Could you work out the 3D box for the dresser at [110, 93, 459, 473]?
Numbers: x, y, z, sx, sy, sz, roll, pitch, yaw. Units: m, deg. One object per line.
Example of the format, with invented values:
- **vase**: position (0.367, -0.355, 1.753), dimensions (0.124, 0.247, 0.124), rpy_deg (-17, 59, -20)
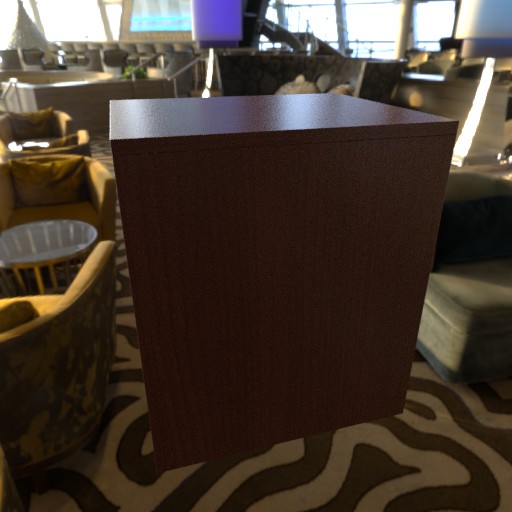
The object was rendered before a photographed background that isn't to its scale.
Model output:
- **dresser**: position (0.000, 0.000, 0.735), dimensions (0.400, 0.470, 0.360), rpy_deg (-7, 27, -15)
